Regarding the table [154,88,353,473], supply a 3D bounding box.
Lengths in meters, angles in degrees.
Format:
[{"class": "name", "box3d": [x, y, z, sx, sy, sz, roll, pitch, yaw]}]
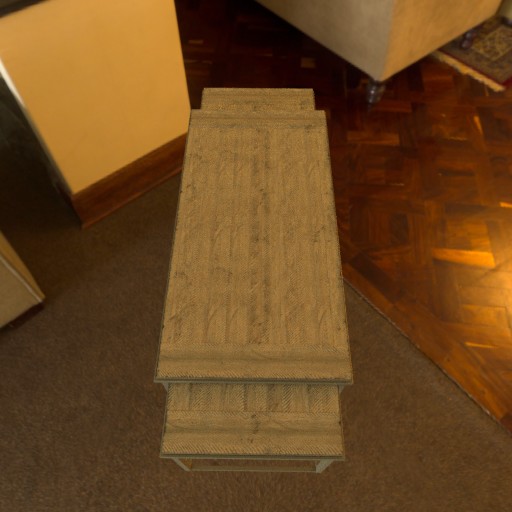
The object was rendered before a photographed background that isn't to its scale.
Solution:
[{"class": "table", "box3d": [0.000, 0.000, 1.514, 0.489, 0.427, 1.312, 1, 58, 0]}]
